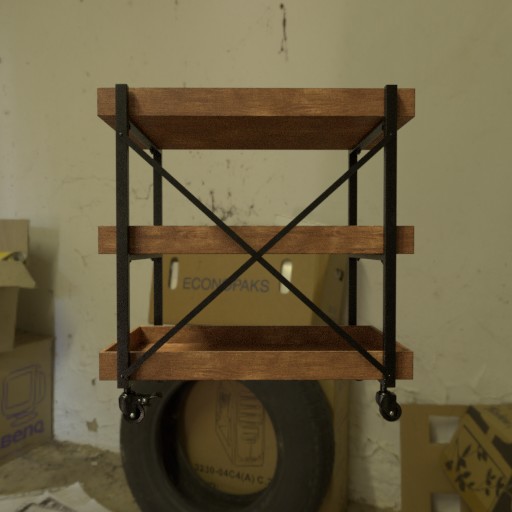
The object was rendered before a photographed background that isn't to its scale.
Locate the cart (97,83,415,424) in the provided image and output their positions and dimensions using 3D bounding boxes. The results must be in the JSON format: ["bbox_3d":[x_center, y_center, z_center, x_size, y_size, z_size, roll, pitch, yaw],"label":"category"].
[{"bbox_3d":[0.000,0.000,1.228,0.750,0.800,0.411,0,1,-1],"label":"cart"}]
